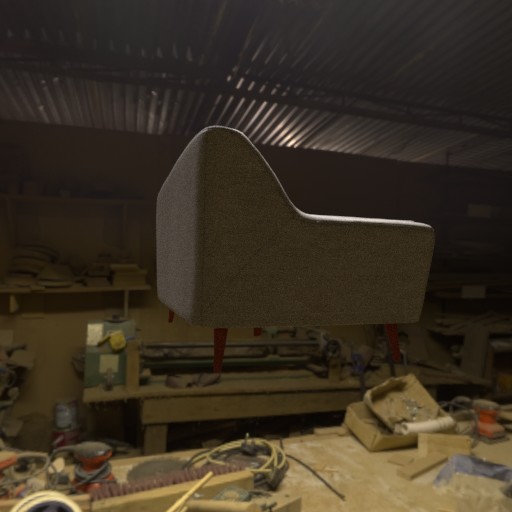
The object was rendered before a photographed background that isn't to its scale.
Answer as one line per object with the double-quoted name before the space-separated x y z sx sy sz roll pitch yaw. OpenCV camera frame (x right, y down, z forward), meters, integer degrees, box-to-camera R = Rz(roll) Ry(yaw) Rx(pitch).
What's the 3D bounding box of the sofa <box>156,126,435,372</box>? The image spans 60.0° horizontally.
"sofa" 0.000 0.000 2.484 0.976 0.897 1.930 0 -1 -18
